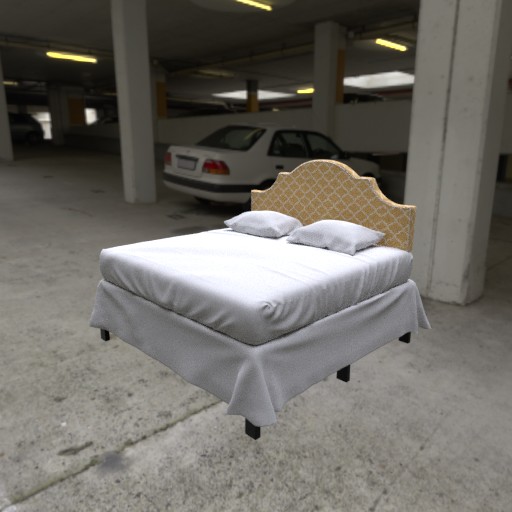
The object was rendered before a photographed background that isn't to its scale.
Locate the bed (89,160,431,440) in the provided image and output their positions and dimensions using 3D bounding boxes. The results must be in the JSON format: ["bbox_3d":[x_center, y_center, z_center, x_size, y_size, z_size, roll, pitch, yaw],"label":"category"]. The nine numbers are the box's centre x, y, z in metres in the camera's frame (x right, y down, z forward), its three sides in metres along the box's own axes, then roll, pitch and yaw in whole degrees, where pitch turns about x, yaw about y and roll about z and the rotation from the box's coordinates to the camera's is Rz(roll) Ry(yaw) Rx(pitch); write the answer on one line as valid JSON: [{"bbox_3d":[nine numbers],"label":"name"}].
[{"bbox_3d":[0.000,0.000,3.872,2.222,1.601,2.314,-13,19,-43],"label":"bed"}]
